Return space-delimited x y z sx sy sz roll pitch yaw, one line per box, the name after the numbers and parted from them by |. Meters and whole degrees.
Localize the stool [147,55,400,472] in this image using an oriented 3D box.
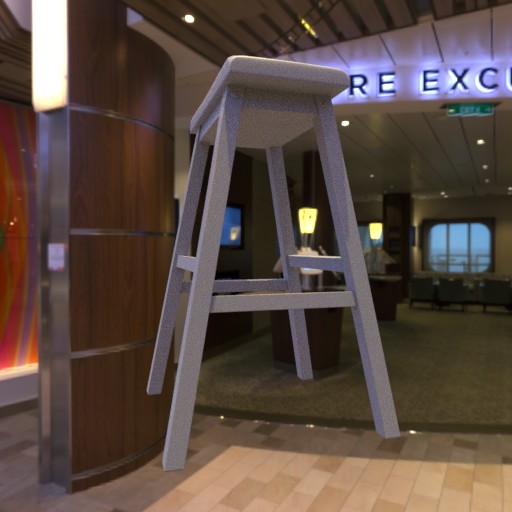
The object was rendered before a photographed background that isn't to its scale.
0.000 0.000 1.046 0.476 0.737 0.457 0 1 -17 | stool
